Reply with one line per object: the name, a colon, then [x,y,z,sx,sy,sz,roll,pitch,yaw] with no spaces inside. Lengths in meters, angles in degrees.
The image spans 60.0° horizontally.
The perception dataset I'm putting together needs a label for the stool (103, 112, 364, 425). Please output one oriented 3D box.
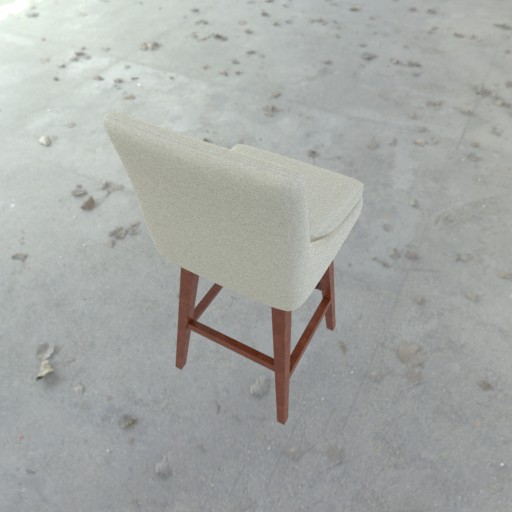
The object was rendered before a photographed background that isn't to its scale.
stool: [0.000,0.000,1.365,0.470,1.092,0.559,22,51,19]
